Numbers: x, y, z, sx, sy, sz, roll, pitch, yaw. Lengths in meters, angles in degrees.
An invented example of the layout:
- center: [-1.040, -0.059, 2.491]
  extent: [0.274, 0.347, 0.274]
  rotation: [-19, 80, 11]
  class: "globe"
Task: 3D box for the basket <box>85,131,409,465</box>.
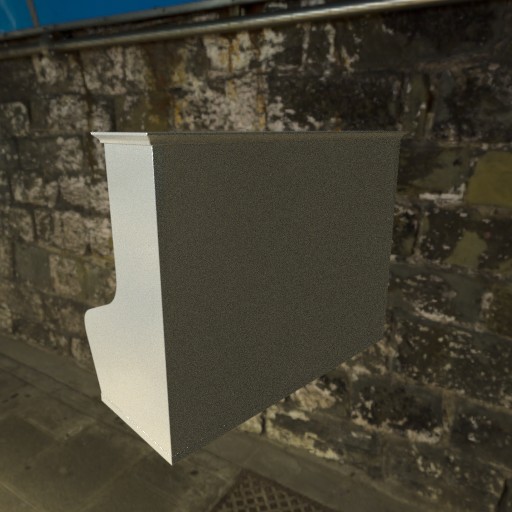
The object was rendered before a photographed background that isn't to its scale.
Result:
- center: [0.000, 0.000, 1.109]
  extent: [0.780, 0.600, 0.350]
  rotation: [-15, 22, -42]
  class: "basket"
